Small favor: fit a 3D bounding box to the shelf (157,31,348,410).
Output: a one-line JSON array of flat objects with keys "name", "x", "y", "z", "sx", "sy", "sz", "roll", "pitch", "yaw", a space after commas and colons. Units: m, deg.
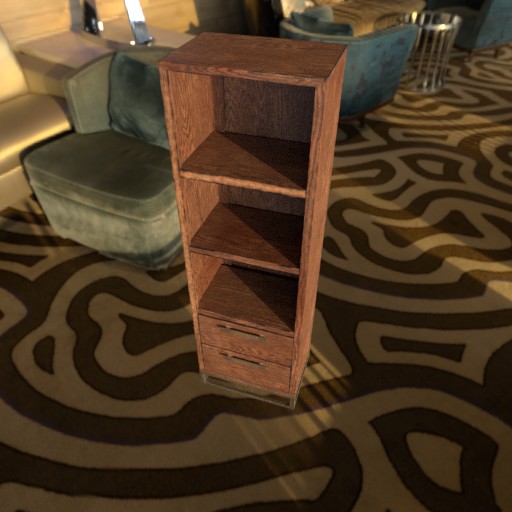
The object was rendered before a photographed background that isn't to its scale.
[{"name": "shelf", "x": 0.000, "y": 0.000, "z": 2.002, "sx": 0.539, "sy": 1.732, "sz": 0.395, "roll": 12, "pitch": 42, "yaw": 14}]
